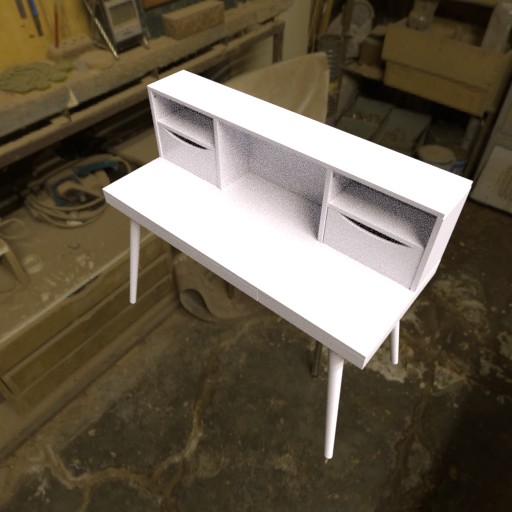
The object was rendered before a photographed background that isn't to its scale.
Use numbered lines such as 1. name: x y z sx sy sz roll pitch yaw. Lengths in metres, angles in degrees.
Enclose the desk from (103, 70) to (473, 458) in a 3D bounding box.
1. desk: 0.000 0.000 1.751 1.199 0.990 0.559 31 53 27
